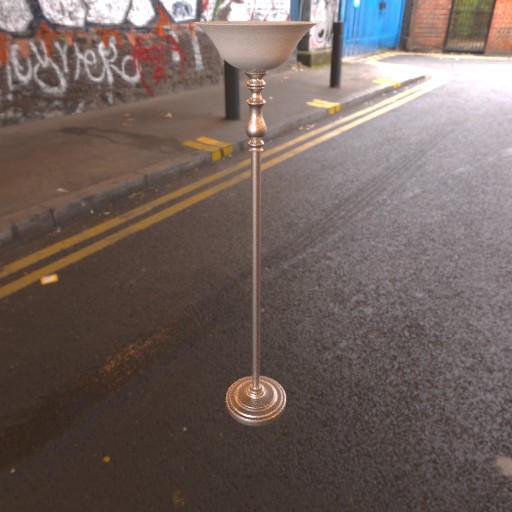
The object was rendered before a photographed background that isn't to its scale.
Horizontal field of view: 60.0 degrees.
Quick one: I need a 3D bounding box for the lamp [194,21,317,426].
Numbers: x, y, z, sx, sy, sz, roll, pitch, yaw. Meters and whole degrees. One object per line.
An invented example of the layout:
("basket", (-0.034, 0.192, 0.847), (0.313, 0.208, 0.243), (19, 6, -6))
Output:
("lamp", (0.000, 0.000, 1.898), (0.405, 1.771, 0.405), (-8, 30, -14))
